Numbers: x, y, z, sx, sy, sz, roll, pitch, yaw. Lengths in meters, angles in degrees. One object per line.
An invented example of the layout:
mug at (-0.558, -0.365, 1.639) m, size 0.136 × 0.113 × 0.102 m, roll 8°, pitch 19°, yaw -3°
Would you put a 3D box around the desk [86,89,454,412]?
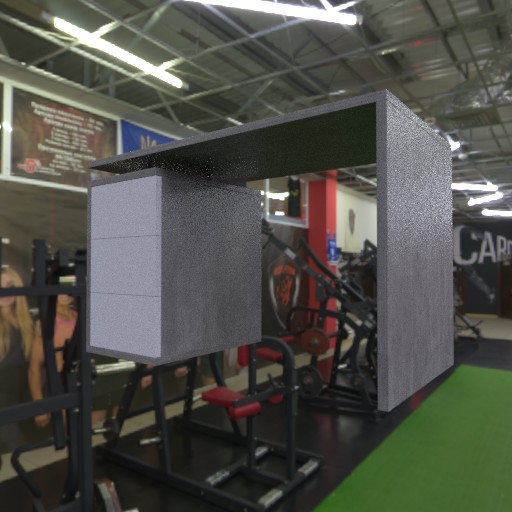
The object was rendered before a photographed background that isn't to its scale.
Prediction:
desk at (0.000, 0.000, 1.607) m, size 1.200 × 0.740 × 0.600 m, roll -1°, pitch -1°, yaw 37°
